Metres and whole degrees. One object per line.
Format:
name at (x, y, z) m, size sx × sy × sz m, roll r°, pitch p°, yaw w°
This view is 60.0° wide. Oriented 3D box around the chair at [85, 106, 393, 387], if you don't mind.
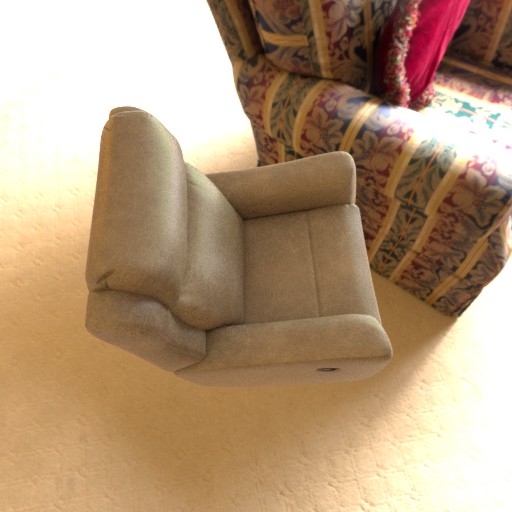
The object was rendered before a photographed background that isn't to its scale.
chair at (0.000, 0.000, 1.875) m, size 1.068 × 1.116 × 0.965 m, roll -3°, pitch 63°, yaw -2°
